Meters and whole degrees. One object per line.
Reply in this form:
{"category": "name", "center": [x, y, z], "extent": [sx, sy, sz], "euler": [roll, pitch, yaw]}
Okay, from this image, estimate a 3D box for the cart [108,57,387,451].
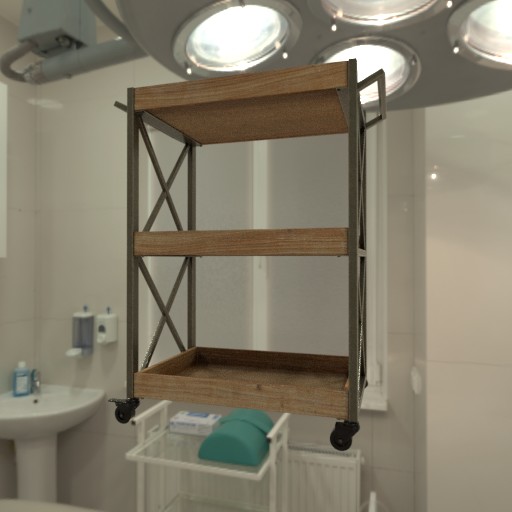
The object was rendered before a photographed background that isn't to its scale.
{"category": "cart", "center": [0.000, 0.000, 1.192], "extent": [0.673, 0.835, 0.377], "euler": [0, 0, 17]}
